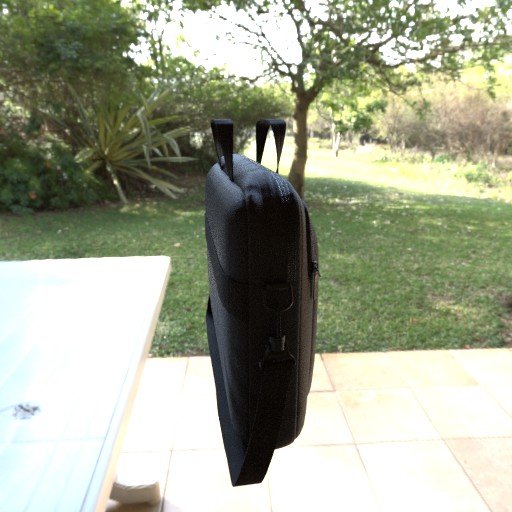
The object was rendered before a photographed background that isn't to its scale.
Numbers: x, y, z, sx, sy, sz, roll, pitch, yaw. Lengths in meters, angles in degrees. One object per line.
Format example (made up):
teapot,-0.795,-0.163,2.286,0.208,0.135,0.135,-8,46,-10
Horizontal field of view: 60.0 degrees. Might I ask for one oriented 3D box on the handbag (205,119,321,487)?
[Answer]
handbag,0.000,0.000,0.413,0.089,0.244,0.320,-3,17,-9
